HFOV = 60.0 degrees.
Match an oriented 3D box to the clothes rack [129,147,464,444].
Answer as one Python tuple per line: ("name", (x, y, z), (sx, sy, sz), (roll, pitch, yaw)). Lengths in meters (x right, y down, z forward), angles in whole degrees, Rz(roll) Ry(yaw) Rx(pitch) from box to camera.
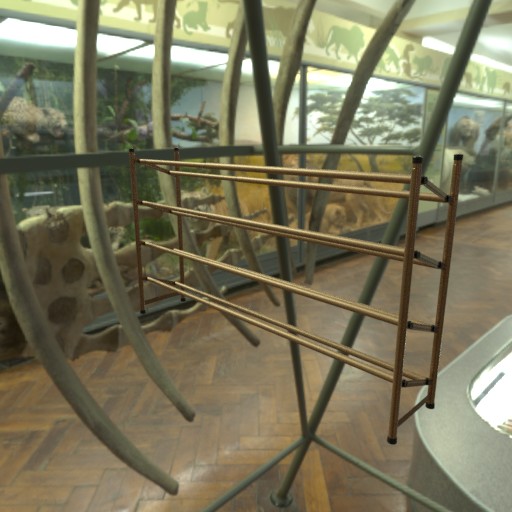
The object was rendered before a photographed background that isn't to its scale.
("clothes rack", (0.000, 0.000, 1.447), (0.229, 0.672, 1.168), (-14, 20, -43))
